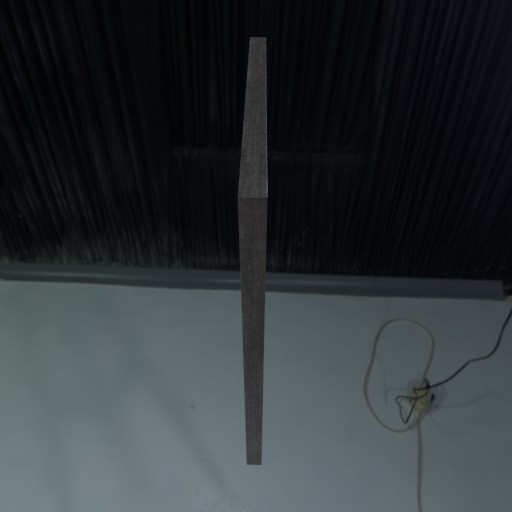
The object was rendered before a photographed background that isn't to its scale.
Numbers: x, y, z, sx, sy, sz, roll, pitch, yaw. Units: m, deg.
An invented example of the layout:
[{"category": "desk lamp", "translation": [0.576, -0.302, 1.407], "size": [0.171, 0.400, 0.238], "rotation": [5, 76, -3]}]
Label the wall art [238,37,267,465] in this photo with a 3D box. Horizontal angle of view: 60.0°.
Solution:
[{"category": "wall art", "translation": [0.000, 0.000, 0.779], "size": [0.027, 0.580, 0.479], "rotation": [1, 42, 1]}]
